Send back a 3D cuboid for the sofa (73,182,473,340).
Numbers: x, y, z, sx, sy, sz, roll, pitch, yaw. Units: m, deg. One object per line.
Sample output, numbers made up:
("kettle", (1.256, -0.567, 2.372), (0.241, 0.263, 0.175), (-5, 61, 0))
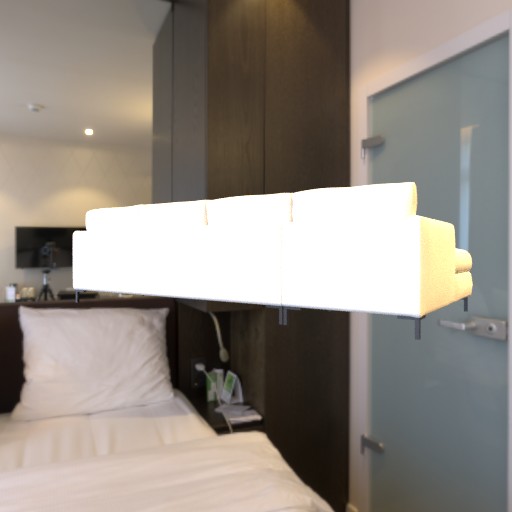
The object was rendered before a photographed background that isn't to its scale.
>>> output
("sofa", (0.000, 0.000, 3.810), (3.186, 0.875, 1.467), (0, 1, 35))
